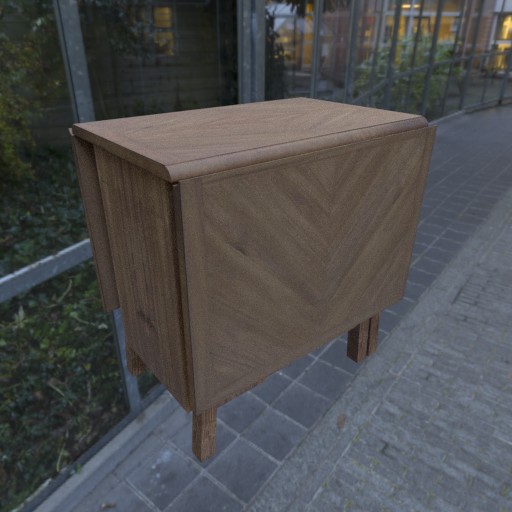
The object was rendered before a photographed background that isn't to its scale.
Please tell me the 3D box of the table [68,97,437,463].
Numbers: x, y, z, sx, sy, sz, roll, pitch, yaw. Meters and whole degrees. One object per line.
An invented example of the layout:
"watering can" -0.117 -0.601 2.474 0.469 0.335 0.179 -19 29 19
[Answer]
"table" 0.000 0.000 1.646 0.967 0.981 0.701 -20 33 -34
